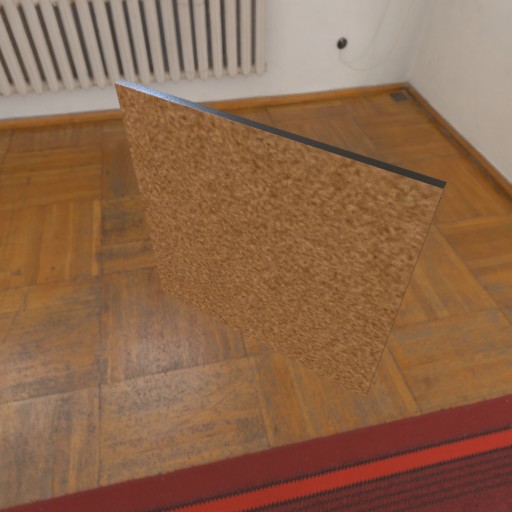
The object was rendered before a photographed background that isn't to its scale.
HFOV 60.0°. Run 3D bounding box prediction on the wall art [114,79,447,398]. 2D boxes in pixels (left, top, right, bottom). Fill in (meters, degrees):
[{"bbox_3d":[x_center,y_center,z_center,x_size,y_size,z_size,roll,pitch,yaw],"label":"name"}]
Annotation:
[{"bbox_3d":[0.000,0.000,0.683,0.446,0.445,0.014,24,51,22],"label":"wall art"}]
